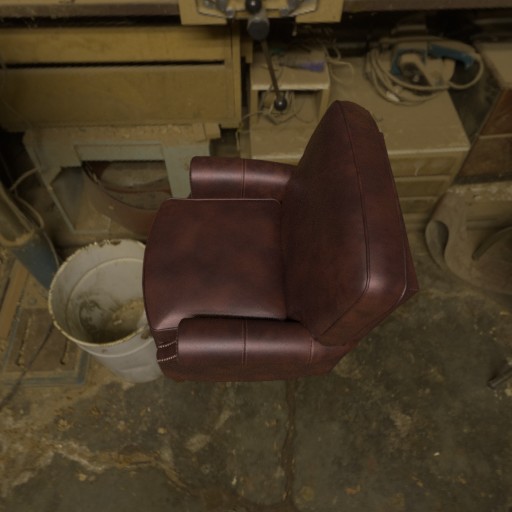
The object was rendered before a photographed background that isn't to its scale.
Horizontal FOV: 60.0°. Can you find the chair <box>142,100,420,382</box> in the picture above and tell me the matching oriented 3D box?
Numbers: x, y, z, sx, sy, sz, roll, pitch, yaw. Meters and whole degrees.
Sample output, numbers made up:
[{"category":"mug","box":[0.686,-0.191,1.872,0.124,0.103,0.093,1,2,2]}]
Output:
[{"category":"chair","box":[0.000,0.000,1.805,0.986,1.018,0.936,-1,59,-1]}]
